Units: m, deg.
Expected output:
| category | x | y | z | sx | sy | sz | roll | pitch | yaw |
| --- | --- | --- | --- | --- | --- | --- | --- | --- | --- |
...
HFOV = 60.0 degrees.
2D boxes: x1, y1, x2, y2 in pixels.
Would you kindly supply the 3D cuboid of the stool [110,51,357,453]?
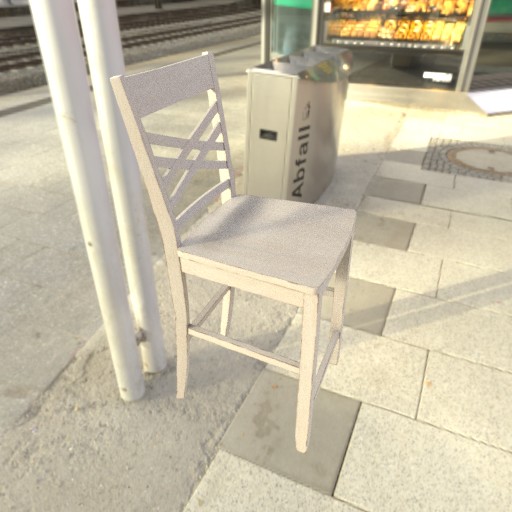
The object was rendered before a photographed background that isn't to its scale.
| category | x | y | z | sx | sy | sz | roll | pitch | yaw |
| --- | --- | --- | --- | --- | --- | --- | --- | --- | --- |
| stool | 0.000 | 0.000 | 1.361 | 0.539 | 1.079 | 0.462 | 12 | 34 | 19 |
